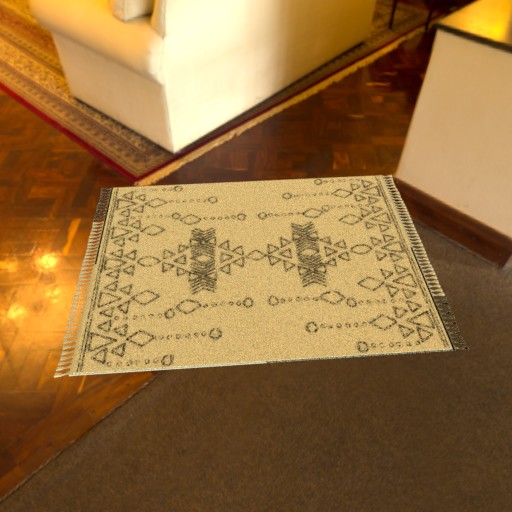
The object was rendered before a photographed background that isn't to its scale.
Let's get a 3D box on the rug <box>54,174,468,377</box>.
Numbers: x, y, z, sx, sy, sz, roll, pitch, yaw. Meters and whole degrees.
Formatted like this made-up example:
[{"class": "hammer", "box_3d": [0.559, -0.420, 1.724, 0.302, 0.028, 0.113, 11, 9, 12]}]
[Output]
[{"class": "rug", "box_3d": [0.000, 0.000, 2.992, 2.312, 0.013, 1.600, -3, 48, -3]}]
